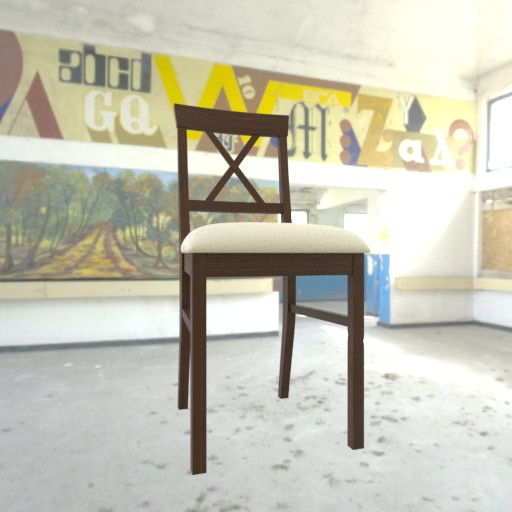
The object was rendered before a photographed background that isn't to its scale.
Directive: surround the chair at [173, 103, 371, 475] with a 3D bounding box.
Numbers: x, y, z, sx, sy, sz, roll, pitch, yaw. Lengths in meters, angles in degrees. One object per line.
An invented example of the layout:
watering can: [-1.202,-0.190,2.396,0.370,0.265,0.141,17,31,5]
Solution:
chair: [0.000,0.000,1.187,0.440,0.913,0.480,0,0,-18]
